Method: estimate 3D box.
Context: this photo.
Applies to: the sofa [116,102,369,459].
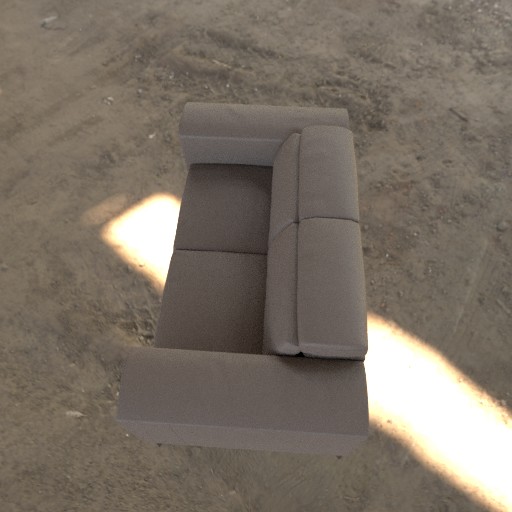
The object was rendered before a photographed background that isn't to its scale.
[{"bbox_3d":[0.000,0.000,2.383,1.003,0.779,1.895,3,58,2],"label":"sofa"}]
